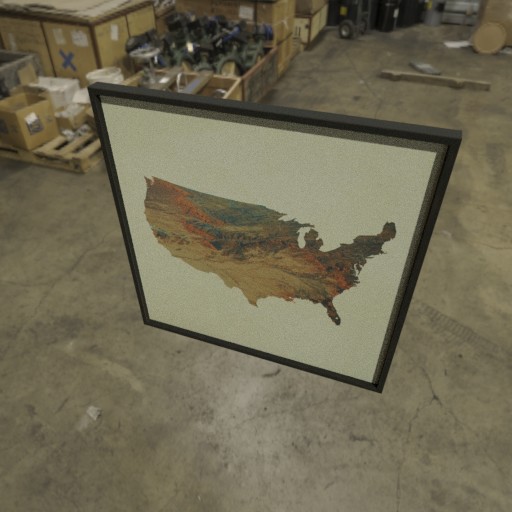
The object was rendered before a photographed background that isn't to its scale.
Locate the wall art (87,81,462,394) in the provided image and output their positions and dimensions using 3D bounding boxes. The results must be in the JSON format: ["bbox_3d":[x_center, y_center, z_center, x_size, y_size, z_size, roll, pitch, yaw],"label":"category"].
[{"bbox_3d":[0.000,0.000,1.112,0.762,0.762,0.038,13,41,15],"label":"wall art"}]
